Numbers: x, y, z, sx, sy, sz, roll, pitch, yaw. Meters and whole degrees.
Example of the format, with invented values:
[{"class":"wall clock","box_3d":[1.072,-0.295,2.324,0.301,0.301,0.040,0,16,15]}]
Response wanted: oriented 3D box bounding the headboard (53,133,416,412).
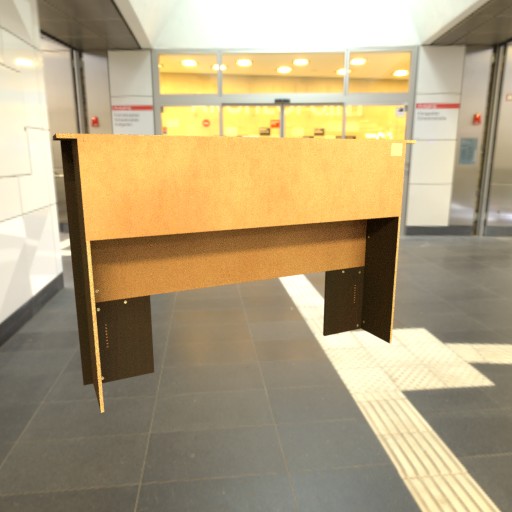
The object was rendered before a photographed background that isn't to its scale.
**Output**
[{"class":"headboard","box_3d":[0.000,0.000,2.128,1.671,1.092,0.279,-6,14,-25]}]
